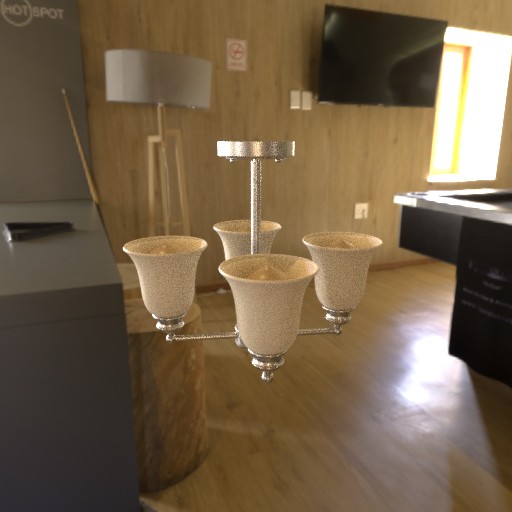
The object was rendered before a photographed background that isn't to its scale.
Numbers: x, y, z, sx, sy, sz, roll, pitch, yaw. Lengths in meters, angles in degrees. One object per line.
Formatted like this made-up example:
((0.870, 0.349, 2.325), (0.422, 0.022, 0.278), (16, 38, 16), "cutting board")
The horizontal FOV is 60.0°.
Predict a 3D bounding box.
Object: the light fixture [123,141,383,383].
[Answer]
((0.000, 0.000, 0.740), (0.427, 0.370, 0.427), (-2, 15, -6), "light fixture")
